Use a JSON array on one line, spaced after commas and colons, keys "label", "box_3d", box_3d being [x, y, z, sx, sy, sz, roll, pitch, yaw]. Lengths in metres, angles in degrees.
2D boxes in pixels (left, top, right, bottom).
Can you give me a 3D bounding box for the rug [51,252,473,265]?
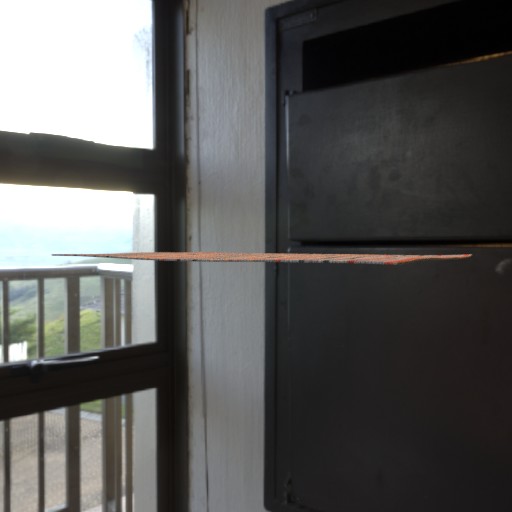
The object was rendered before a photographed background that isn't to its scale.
[{"label": "rug", "box_3d": [0.000, 0.000, 3.024, 2.439, 0.029, 1.537, 1, 1, 36]}]
